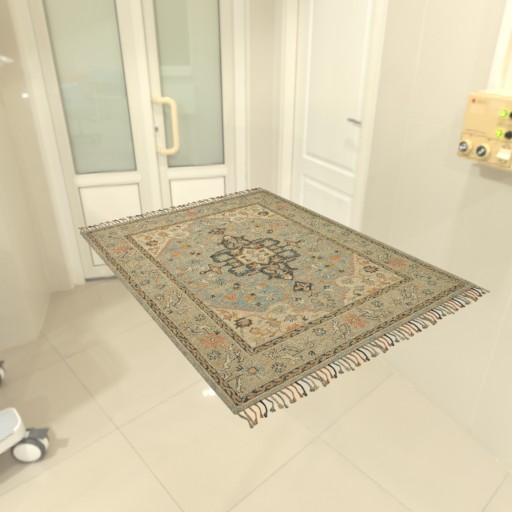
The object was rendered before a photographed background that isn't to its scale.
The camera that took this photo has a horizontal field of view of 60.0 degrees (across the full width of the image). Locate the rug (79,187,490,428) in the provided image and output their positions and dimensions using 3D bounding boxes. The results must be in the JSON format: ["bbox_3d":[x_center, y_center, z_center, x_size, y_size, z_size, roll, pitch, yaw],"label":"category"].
[{"bbox_3d":[0.000,0.000,2.212,1.278,0.009,1.730,-18,32,-31],"label":"rug"}]
